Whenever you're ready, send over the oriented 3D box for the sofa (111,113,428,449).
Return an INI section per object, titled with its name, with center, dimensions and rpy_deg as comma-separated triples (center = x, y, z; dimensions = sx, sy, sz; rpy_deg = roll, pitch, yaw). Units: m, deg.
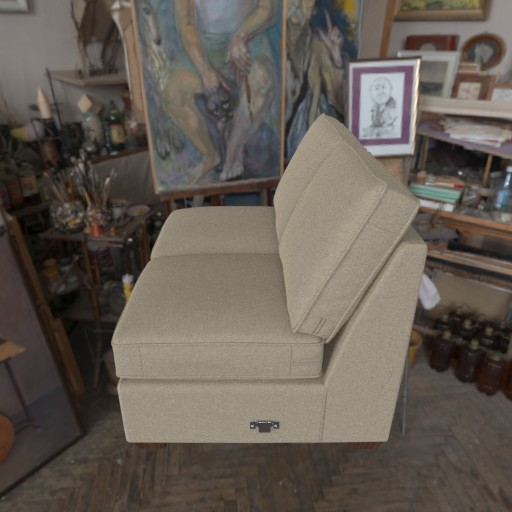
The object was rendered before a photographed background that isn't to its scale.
[sofa]
center = 0.000, 0.000, 1.914
dimensions = 0.951, 1.008, 1.237
rpy_deg = 0, 27, 0
